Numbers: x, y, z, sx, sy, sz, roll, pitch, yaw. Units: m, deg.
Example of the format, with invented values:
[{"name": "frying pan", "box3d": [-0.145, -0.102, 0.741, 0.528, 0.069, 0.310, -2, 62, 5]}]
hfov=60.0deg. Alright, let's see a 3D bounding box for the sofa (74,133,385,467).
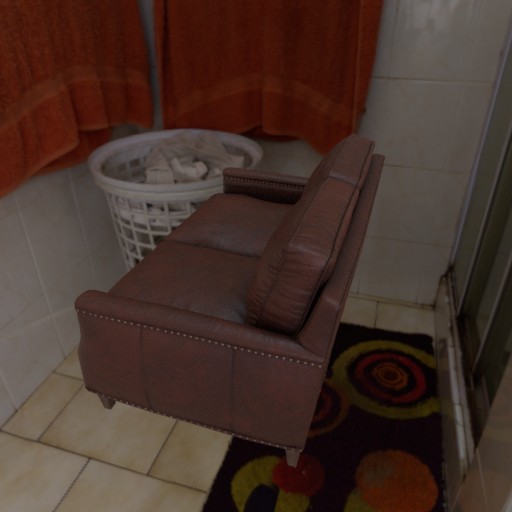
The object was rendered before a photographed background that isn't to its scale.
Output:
[{"name": "sofa", "box3d": [0.000, 0.000, 2.271, 1.083, 1.003, 1.628, 10, 33, 16]}]
